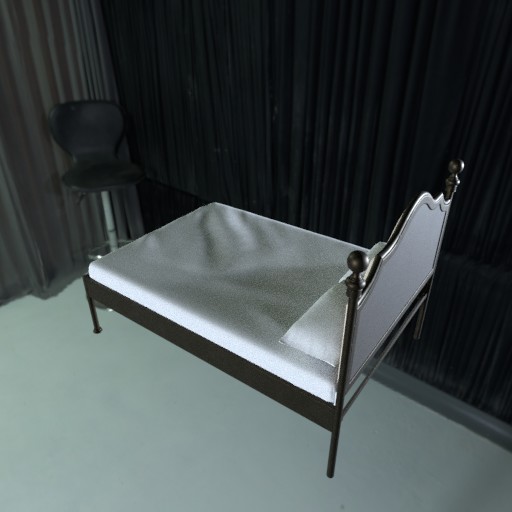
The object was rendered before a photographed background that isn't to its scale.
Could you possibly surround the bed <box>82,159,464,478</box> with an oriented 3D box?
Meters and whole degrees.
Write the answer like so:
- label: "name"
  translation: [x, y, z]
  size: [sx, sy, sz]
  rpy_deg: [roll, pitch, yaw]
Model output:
- label: "bed"
  translation: [0.000, 0.000, 3.175]
  size: [2.170, 1.462, 1.533]
  rpy_deg: [20, 36, 31]
